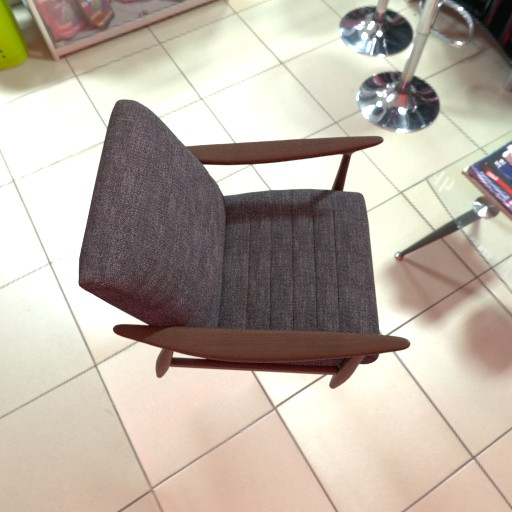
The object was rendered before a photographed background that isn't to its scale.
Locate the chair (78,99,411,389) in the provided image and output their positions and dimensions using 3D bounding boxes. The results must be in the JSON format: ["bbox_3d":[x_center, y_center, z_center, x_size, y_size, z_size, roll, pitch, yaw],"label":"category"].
[{"bbox_3d":[0.000,0.000,1.437,0.798,0.832,0.741,1,64,1],"label":"chair"}]
